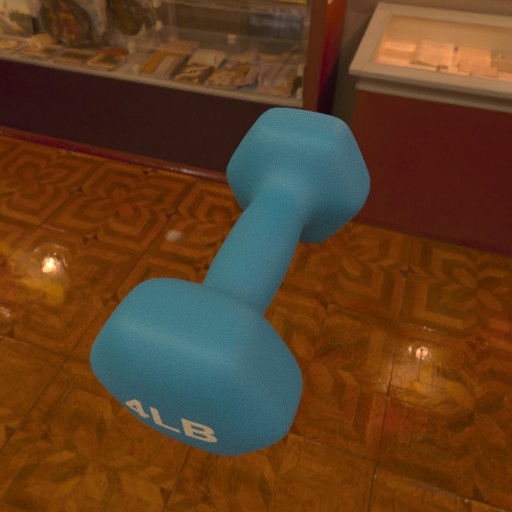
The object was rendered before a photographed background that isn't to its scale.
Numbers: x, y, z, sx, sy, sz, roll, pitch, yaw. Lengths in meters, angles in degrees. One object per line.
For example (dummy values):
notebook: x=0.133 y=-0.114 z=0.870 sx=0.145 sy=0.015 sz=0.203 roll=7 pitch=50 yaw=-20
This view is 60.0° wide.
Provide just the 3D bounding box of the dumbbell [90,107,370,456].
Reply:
dumbbell: x=0.000 y=0.000 z=0.187 sx=0.074 sy=0.066 sz=0.152 roll=16 pitch=48 yaw=15
